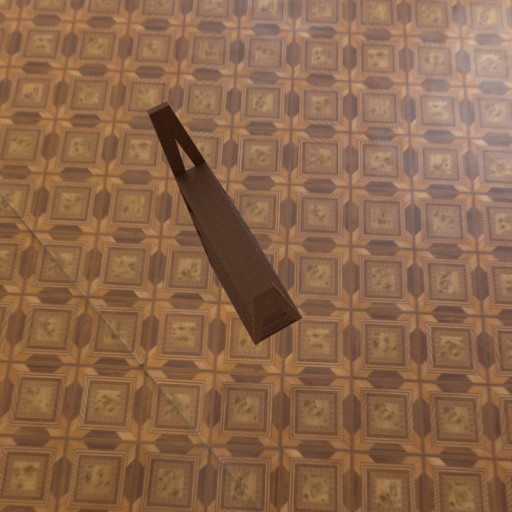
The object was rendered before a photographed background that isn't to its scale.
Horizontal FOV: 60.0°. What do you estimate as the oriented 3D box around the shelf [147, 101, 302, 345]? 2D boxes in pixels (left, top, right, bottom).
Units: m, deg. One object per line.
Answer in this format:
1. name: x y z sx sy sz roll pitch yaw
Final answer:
1. shelf: 0.000 0.000 2.019 0.350 1.770 0.600 -29 77 -7
